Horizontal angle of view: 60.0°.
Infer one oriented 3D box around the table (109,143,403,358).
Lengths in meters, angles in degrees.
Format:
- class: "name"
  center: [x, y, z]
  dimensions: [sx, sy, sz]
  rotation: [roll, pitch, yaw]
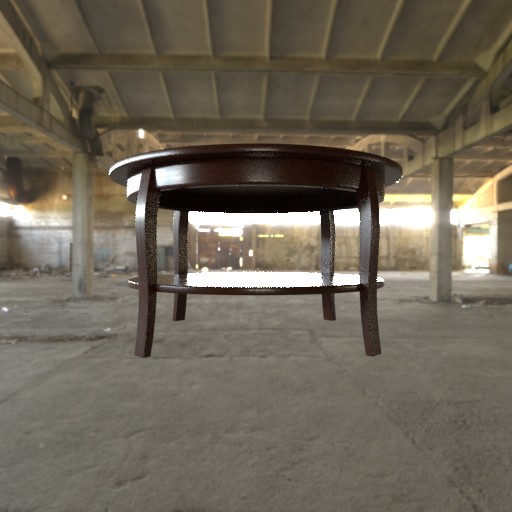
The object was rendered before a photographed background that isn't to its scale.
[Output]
- class: "table"
  center: [0.000, 0.000, 1.449]
  dimensions: [0.911, 0.512, 0.911]
  rotation: [0, 0, 0]
